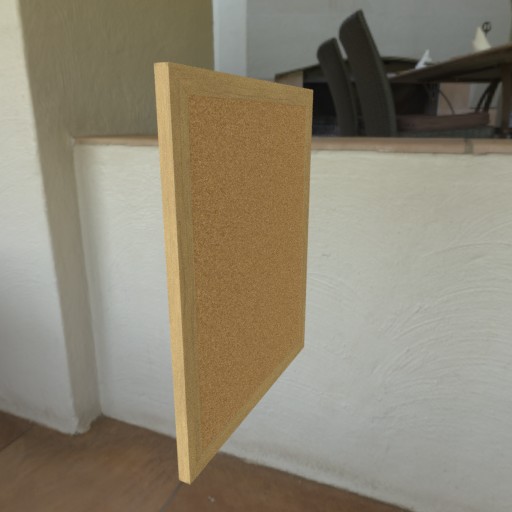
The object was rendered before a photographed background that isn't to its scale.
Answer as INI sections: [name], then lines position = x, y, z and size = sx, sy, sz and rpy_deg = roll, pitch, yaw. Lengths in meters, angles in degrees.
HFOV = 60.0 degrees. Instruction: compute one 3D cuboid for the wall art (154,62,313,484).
[wall art]
position = 0.000, 0.000, 0.758
size = 0.020, 0.561, 0.460
rpy_deg = 8, 18, 26
